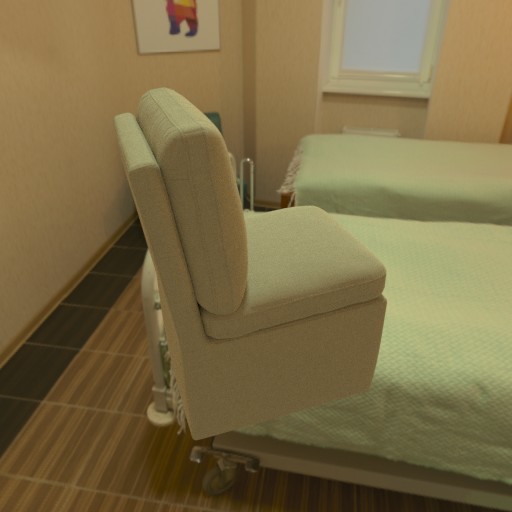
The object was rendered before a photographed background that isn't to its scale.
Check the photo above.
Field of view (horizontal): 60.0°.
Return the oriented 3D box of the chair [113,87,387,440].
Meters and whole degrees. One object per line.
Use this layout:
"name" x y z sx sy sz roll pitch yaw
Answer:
"chair" 0.000 0.000 1.353 0.698 0.927 0.503 -10 32 -17
